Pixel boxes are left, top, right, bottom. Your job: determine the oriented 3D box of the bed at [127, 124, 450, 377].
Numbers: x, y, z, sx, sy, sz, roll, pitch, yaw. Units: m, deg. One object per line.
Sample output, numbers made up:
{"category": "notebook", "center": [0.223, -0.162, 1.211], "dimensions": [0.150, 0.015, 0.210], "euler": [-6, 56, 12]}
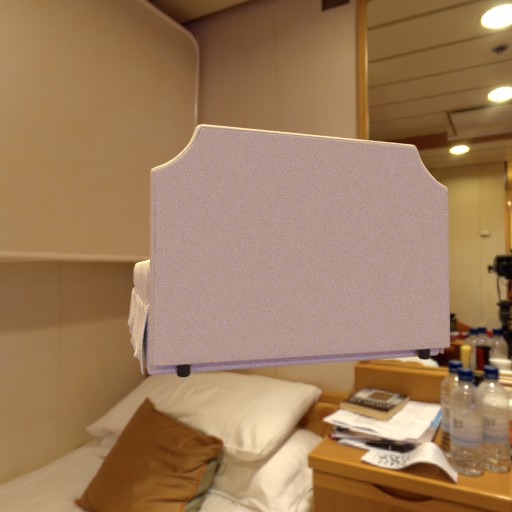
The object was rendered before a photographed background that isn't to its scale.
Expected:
{"category": "bed", "center": [0.000, 0.000, 4.328], "dimensions": [2.350, 1.590, 2.773], "euler": [1, -2, -17]}
